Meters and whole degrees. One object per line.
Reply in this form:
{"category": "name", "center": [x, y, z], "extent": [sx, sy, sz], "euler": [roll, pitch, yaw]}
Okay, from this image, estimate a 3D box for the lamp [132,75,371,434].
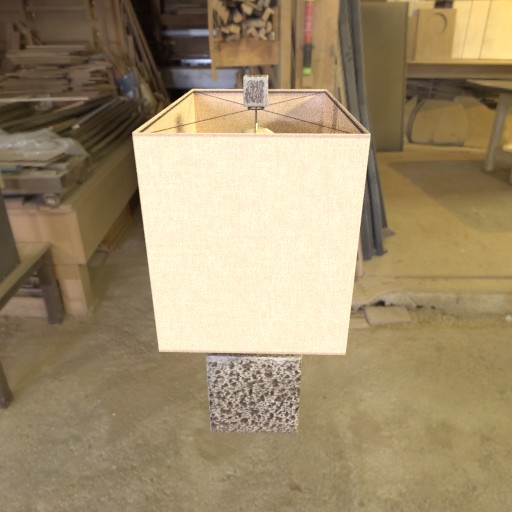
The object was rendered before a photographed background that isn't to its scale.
{"category": "lamp", "center": [0.000, 0.000, 0.544], "extent": [0.180, 0.411, 0.294], "euler": [1, 27, 1]}
